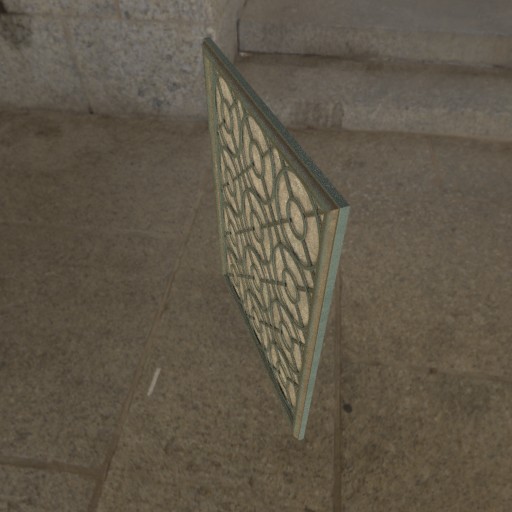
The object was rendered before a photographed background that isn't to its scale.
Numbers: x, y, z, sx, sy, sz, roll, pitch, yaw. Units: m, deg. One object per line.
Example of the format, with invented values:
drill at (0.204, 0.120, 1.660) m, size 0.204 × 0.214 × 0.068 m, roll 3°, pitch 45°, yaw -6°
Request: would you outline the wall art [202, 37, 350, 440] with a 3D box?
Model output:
wall art at (0.000, 0.000, 1.324) m, size 0.030 × 0.983 × 0.767 m, roll -16°, pitch 49°, yaw -15°
